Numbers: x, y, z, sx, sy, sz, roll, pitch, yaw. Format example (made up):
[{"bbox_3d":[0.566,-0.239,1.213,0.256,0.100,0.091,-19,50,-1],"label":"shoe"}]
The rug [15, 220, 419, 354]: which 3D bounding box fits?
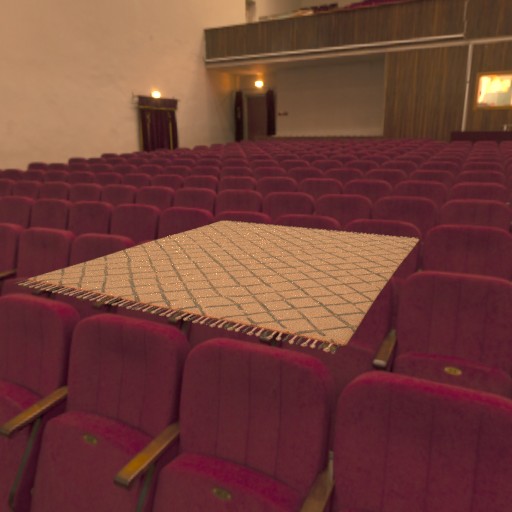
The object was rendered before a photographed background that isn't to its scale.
[{"bbox_3d":[0.000,0.000,4.732,2.892,0.036,3.585,7,16,26],"label":"rug"}]
